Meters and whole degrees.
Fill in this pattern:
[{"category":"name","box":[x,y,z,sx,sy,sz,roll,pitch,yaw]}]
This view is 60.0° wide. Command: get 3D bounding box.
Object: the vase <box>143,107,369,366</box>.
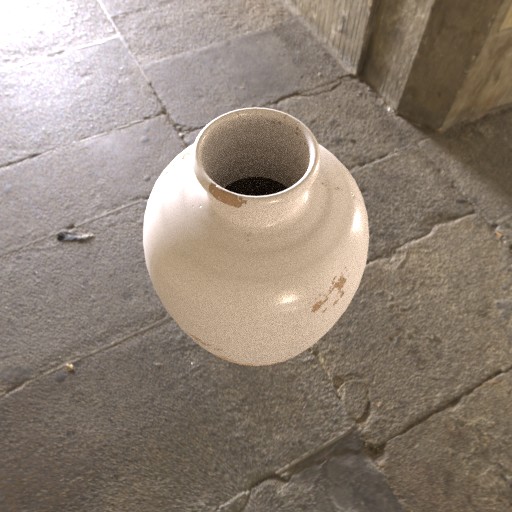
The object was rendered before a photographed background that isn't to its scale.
[{"category":"vase","box":[0.000,0.000,0.340,0.158,0.228,0.158,0,60,0]}]
